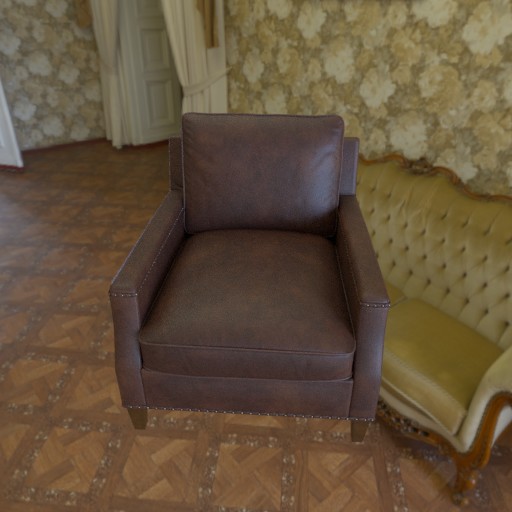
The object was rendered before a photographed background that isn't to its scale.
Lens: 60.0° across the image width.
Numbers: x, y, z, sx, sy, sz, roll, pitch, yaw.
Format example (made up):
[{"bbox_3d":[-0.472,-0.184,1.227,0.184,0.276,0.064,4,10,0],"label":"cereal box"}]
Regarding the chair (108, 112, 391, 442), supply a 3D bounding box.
[{"bbox_3d":[0.000,0.000,1.719,0.853,0.929,1.014,2,30,3],"label":"chair"}]
